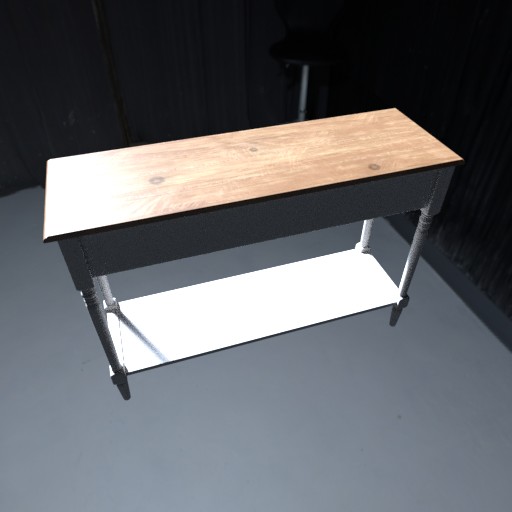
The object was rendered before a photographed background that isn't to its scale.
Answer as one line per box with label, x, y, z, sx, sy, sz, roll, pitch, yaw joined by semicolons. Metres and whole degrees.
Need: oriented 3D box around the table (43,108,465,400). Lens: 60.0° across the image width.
table;0.000;0.000;1.618;1.219;0.800;0.399;-12;43;-13
